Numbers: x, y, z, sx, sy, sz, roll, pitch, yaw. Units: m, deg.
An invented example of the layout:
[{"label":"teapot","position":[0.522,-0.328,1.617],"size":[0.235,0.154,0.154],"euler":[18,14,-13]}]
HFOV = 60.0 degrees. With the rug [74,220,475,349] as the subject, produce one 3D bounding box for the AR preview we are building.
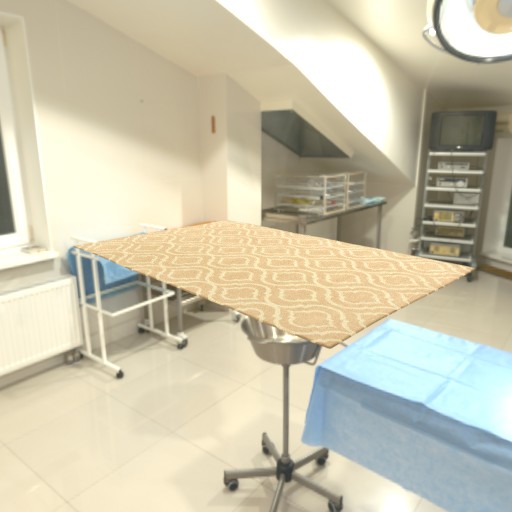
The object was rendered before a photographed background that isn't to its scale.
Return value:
[{"label":"rug","position":[0.000,0.000,2.270],"size":[1.761,0.013,1.152],"euler":[15,21,43]}]
